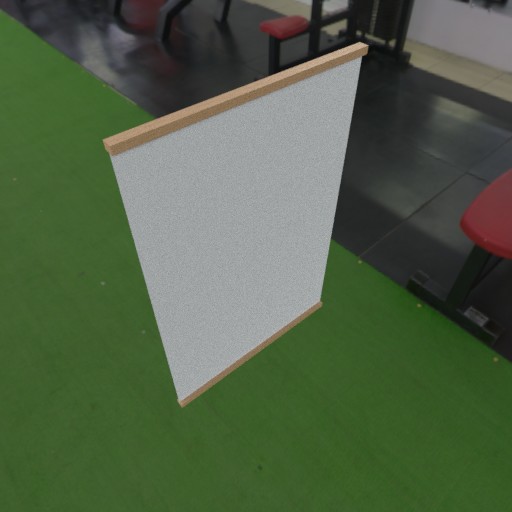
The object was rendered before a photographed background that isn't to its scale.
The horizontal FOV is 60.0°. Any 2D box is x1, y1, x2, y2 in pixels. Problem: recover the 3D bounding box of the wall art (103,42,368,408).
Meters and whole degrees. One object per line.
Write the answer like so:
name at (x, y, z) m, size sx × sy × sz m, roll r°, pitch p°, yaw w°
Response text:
wall art at (0.000, 0.000, 0.640) m, size 0.335 × 0.510 × 0.013 m, roll -31°, pitch 54°, yaw -26°
